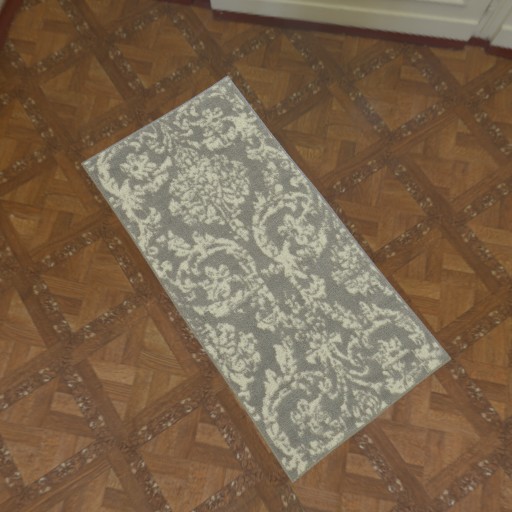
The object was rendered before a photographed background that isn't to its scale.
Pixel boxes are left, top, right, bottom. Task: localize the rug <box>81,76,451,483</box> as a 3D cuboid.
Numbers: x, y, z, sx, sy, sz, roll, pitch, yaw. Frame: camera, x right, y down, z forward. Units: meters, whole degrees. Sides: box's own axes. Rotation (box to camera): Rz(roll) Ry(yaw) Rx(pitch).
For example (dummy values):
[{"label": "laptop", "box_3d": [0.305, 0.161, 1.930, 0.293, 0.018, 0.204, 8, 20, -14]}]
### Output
[{"label": "rug", "box_3d": [0.000, 0.000, 1.433, 0.604, 0.007, 1.219, -34, 78, -8]}]
